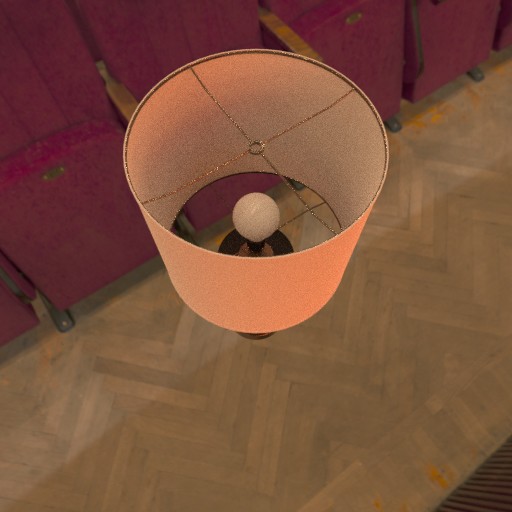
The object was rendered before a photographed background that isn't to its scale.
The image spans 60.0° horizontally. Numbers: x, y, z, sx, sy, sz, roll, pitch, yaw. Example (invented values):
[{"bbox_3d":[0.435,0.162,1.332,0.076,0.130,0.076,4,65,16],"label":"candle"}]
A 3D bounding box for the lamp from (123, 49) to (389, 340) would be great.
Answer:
[{"bbox_3d":[0.000,0.000,0.621,0.240,0.482,0.241,-32,68,-14],"label":"lamp"}]
